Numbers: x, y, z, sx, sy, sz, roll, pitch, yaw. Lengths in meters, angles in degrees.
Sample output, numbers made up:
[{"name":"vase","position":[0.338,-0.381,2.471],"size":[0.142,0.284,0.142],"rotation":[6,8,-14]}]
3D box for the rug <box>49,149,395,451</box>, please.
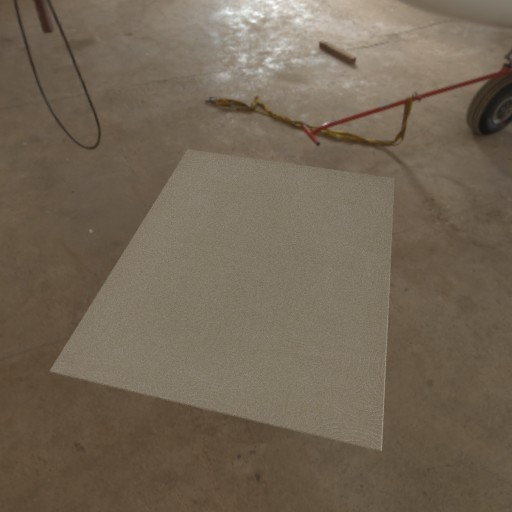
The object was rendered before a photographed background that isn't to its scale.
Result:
[{"name":"rug","position":[0.000,0.000,3.501],"size":[2.073,0.011,2.584],"rotation":[10,47,9]}]
